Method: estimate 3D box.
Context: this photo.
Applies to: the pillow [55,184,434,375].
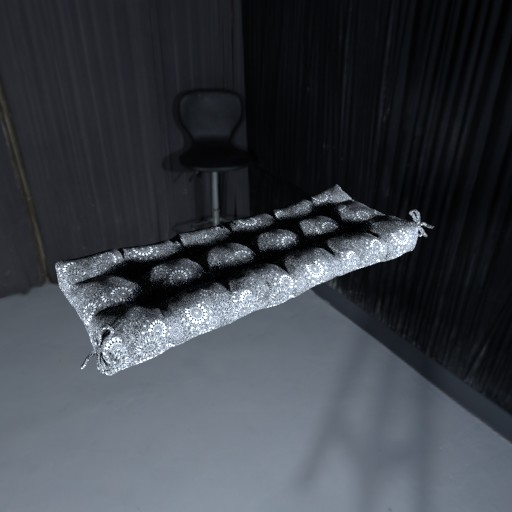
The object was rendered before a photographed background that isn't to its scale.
[{"bbox_3d":[0.000,0.000,1.412,1.194,0.174,0.511,-19,35,-29],"label":"pillow"}]
